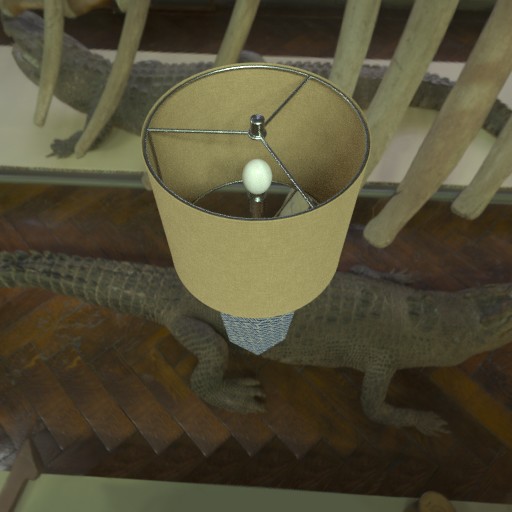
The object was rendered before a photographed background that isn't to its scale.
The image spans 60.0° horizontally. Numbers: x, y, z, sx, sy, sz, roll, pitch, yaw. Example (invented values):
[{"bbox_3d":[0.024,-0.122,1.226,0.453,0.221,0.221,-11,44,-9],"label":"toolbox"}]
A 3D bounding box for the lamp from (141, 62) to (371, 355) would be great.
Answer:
[{"bbox_3d":[0.000,0.000,0.889,0.320,0.682,0.320,2,57,1],"label":"lamp"}]
